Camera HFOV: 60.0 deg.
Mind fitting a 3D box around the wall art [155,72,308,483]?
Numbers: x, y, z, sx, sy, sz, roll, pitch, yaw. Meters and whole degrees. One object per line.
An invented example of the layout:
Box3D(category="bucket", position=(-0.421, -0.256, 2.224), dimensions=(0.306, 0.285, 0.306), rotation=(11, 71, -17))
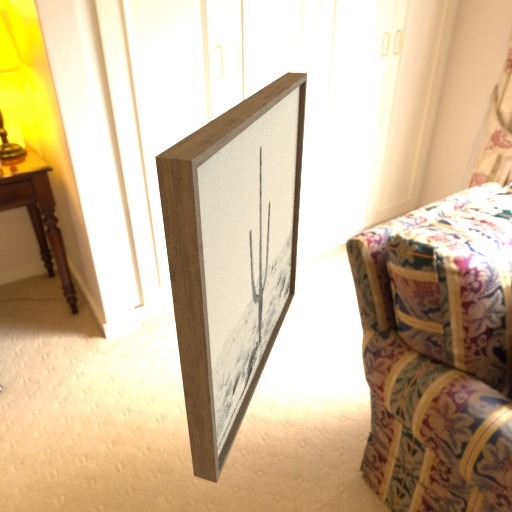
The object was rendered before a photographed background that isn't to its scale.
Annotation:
Box3D(category="wall art", position=(0.000, 0.000, 0.754), dimensions=(0.038, 0.508, 0.508), rotation=(9, 33, 15))
